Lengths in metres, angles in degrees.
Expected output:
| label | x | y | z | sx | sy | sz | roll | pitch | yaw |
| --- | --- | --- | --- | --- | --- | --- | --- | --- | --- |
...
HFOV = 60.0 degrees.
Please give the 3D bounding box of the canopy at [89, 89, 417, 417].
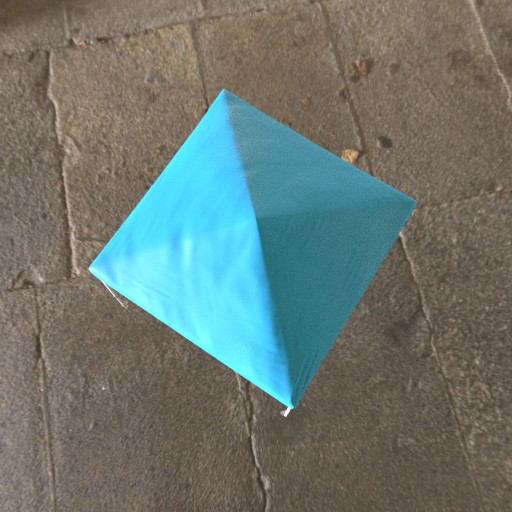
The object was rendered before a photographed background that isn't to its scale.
| label | x | y | z | sx | sy | sz | roll | pitch | yaw |
| --- | --- | --- | --- | --- | --- | --- | --- | --- | --- |
| canopy | 0.000 | 0.000 | 5.240 | 2.848 | 2.849 | 2.849 | 32 | 79 | 7 |
